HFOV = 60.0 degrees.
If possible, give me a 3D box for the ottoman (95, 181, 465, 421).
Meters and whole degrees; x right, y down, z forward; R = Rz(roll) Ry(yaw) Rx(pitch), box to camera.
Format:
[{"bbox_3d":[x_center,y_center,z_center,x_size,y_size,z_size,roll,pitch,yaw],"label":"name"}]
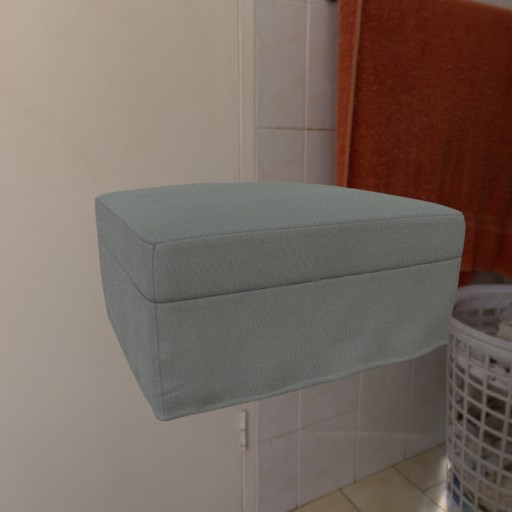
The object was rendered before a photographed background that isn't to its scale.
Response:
[{"bbox_3d":[0.000,0.000,1.354,0.842,0.441,0.843,-7,16,-25],"label":"ottoman"}]
